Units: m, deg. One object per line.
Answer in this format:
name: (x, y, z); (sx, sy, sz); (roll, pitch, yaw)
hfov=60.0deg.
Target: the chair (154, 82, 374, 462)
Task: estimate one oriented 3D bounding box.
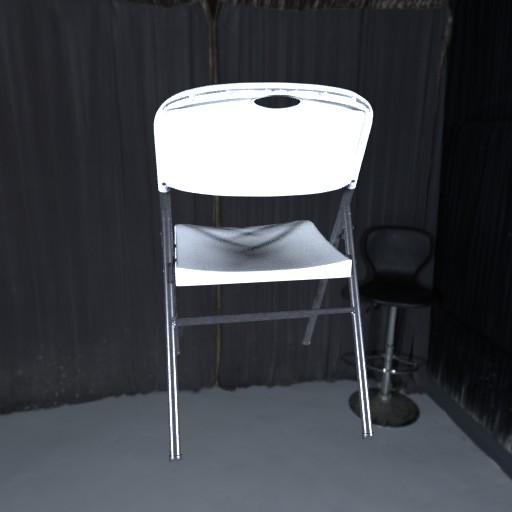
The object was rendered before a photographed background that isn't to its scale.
chair: (0.000, 0.000, 1.194); (0.494, 0.810, 0.566); (-2, 14, -10)
